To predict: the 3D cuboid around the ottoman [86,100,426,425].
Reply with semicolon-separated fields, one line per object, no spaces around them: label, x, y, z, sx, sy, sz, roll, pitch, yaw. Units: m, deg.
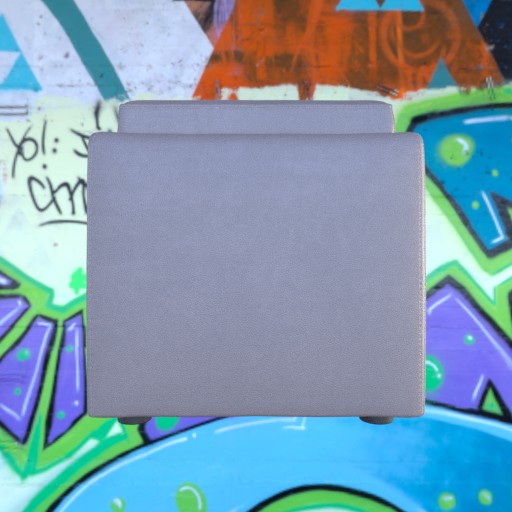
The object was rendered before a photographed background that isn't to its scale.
ottoman;0.000;0.000;0.787;0.450;0.460;0.451;0;-1;0
